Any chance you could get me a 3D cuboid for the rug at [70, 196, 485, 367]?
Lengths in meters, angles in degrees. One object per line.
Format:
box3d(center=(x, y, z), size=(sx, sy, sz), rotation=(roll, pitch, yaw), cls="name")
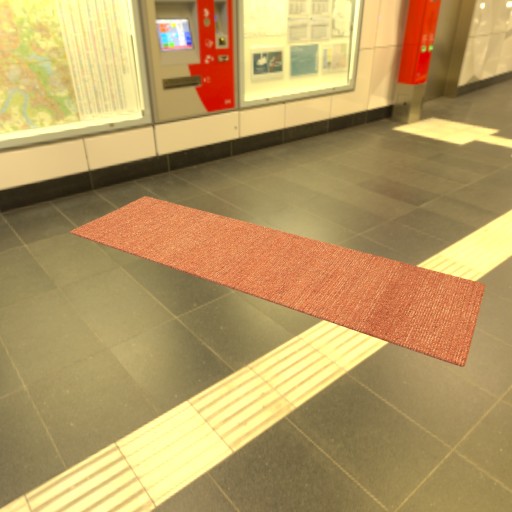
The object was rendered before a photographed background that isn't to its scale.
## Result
box3d(center=(0.000, 0.000, 2.504), size=(2.307, 0.012, 0.687), rotation=(16, 34, 26), cls="rug")
